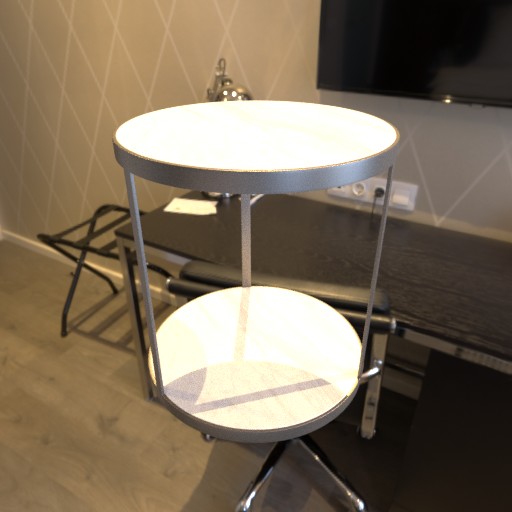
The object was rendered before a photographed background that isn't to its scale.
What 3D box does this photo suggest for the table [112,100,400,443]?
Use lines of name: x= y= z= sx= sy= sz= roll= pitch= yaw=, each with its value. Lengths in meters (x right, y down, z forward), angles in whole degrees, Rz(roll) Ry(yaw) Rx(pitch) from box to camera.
table: x=0.000 y=0.000 z=0.828 sx=0.445 sy=0.479 sz=0.445 roll=0 pitch=29 yaw=0
